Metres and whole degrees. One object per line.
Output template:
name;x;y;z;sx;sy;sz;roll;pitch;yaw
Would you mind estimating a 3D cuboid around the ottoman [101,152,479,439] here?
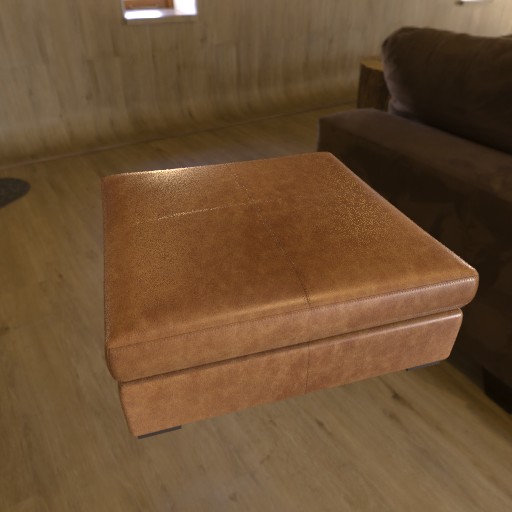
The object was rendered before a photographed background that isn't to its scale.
ottoman;0.000;0.000;1.831;1.169;0.483;1.168;-9;34;-14
